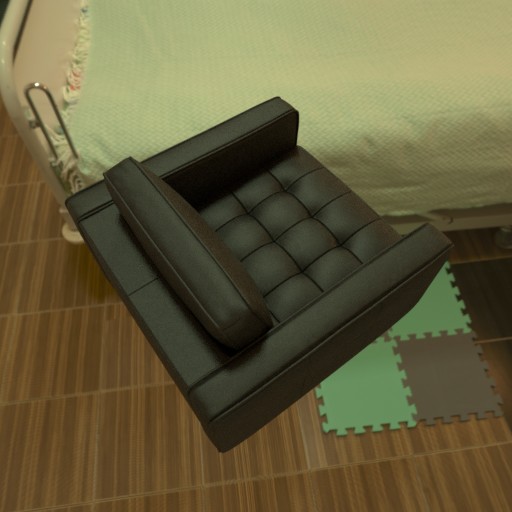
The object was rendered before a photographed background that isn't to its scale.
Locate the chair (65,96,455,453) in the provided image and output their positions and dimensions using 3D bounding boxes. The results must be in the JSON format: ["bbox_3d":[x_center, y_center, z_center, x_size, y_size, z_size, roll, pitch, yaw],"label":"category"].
[{"bbox_3d":[0.000,0.000,1.547,0.914,0.763,0.889,-32,63,-19],"label":"chair"}]
